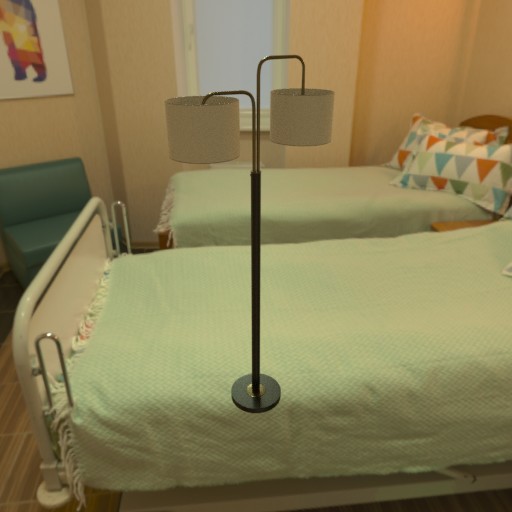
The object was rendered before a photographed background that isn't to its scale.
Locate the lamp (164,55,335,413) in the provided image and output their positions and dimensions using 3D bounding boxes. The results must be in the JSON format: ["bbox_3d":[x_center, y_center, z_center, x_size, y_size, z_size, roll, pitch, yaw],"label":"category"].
[{"bbox_3d":[0.000,0.000,1.927,0.711,1.587,0.254,-18,31,-32],"label":"lamp"}]
